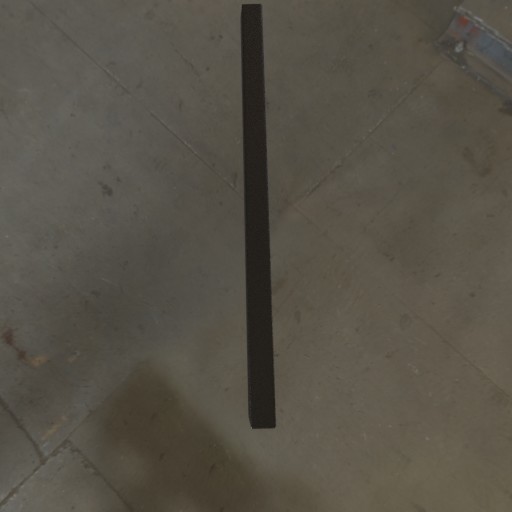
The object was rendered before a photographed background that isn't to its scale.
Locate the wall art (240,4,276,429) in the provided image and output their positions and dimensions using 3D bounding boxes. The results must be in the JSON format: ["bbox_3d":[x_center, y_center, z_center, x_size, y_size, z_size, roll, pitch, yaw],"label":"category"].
[{"bbox_3d":[0.000,0.000,1.524,0.053,1.194,0.950,-1,77,0],"label":"wall art"}]
